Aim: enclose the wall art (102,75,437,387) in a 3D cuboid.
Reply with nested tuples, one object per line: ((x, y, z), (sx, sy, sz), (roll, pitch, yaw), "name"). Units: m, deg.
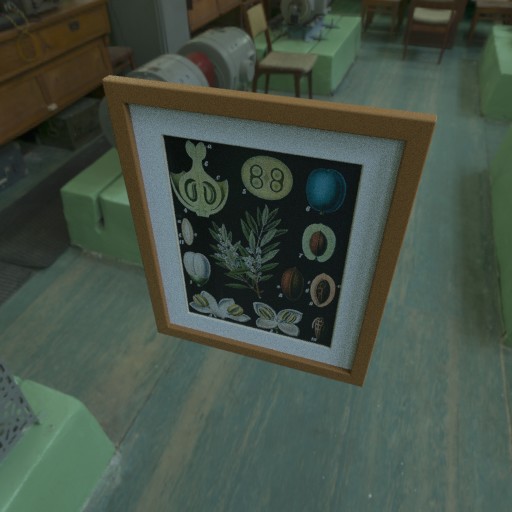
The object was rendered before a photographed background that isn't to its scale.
((0.000, 0.000, 0.755), (0.449, 0.550, 0.021), (12, 42, 13), "wall art")
